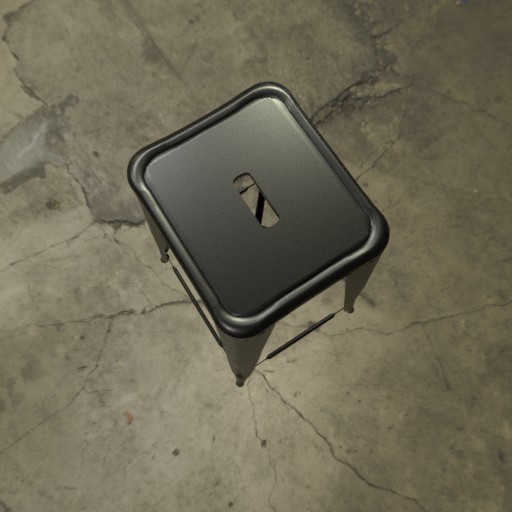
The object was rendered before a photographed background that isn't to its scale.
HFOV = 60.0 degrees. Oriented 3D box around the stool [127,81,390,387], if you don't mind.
[{"bbox_3d":[0.000,0.000,0.867,0.359,0.609,0.399,-32,78,-8],"label":"stool"}]
